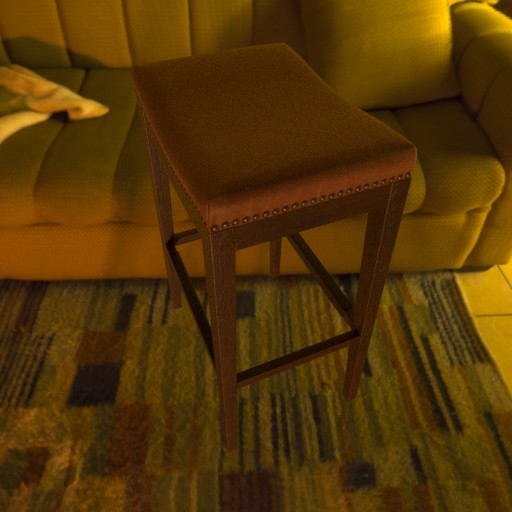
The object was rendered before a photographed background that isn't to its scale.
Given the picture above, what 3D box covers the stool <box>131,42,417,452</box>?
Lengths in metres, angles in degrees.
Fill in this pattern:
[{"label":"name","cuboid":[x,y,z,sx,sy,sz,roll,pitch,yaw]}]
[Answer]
[{"label":"stool","cuboid":[0.000,0.000,1.018,0.361,0.759,0.500,-17,48,-16]}]
